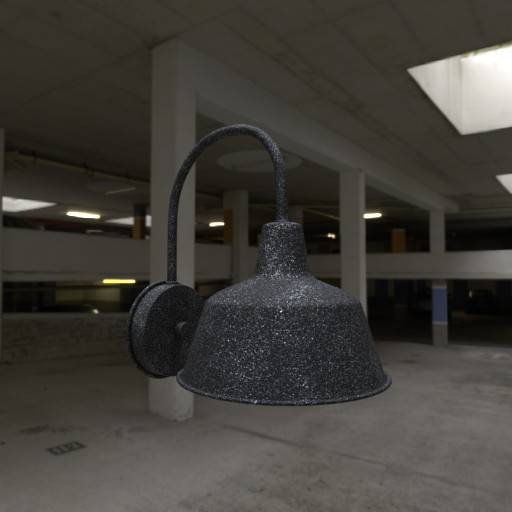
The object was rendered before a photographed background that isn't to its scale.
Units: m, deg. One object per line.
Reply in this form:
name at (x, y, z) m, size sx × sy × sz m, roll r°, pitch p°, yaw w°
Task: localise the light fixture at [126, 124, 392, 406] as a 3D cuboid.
light fixture at (0.000, 0.000, 0.481) m, size 0.283 × 0.300 × 0.216 m, roll -2°, pitch -3°, yaw 36°
